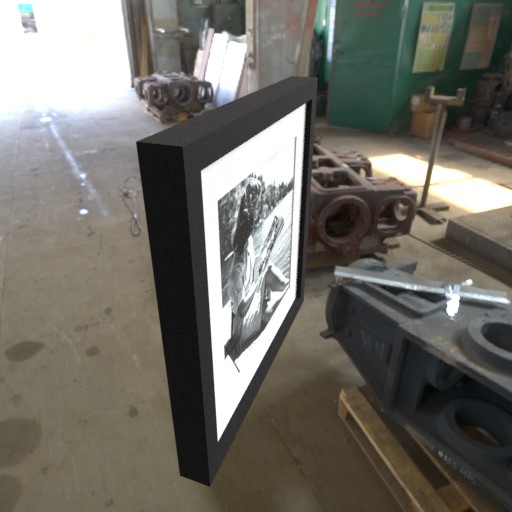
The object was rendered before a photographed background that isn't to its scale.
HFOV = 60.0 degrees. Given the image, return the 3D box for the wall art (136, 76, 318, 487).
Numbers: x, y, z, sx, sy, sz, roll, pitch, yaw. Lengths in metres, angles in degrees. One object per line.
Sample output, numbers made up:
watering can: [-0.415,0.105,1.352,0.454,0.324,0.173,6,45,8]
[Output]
wall art: [0.000,0.000,0.451,0.030,0.305,0.308,11,31,18]
